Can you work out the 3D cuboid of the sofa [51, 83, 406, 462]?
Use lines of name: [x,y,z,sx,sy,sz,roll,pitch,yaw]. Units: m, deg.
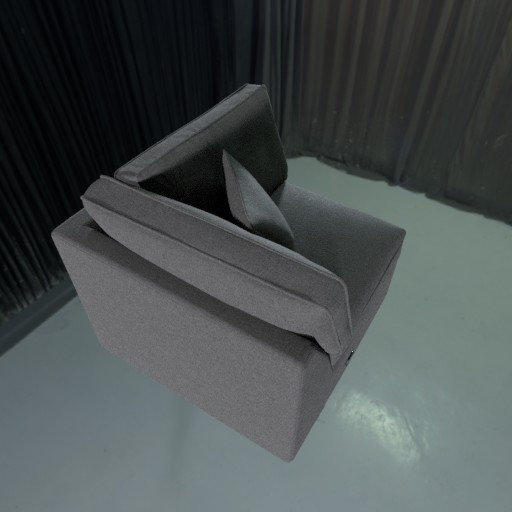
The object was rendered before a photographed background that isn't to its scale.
sofa: [0.000,0.000,1.982,1.084,1.002,1.146,25,51,22]
